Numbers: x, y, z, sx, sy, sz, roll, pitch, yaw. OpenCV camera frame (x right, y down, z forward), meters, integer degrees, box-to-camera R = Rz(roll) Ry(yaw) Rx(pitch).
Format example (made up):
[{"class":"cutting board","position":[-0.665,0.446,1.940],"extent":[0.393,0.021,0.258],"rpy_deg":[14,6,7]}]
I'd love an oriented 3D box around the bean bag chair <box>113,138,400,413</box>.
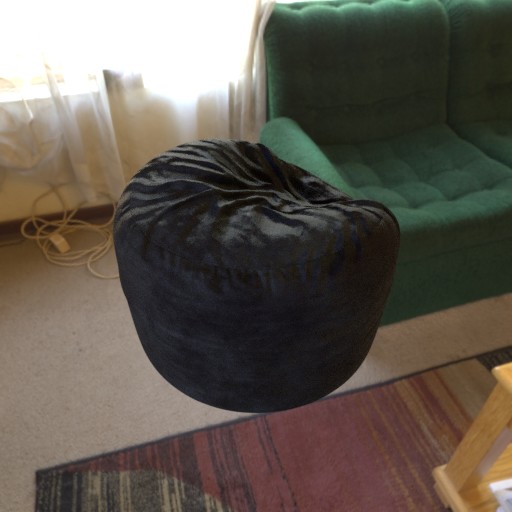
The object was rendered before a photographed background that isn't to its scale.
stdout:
[{"class":"bean bag chair","position":[0.000,0.000,1.538],"extent":[0.918,0.616,0.918],"rpy_deg":[0,40,0]}]
